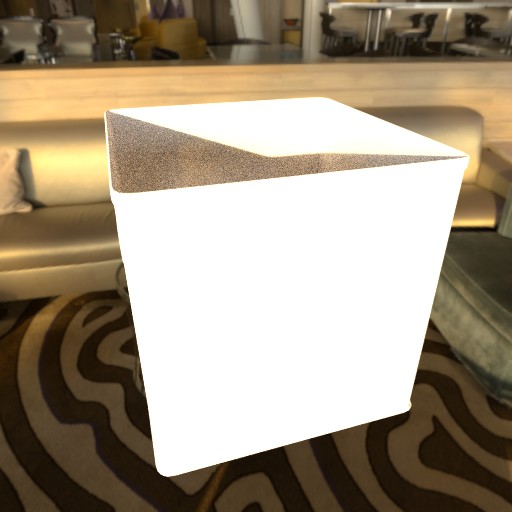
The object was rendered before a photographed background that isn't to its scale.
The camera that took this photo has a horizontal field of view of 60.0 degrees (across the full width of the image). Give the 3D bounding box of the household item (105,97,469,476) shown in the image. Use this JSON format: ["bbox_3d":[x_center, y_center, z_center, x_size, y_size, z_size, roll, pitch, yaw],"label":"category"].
[{"bbox_3d":[0.000,0.000,0.538,0.305,0.305,0.305,-9,31,-15],"label":"household item"}]
